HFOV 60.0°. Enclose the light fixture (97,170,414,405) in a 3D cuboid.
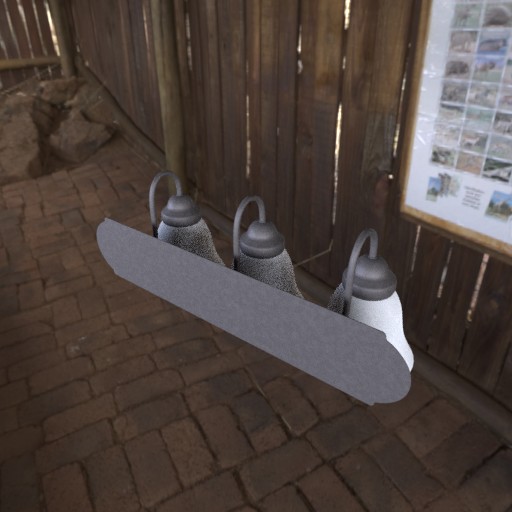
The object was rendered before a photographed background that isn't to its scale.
[{"bbox_3d":[0.000,0.000,0.736,0.610,0.222,0.199,21,35,32],"label":"light fixture"}]
